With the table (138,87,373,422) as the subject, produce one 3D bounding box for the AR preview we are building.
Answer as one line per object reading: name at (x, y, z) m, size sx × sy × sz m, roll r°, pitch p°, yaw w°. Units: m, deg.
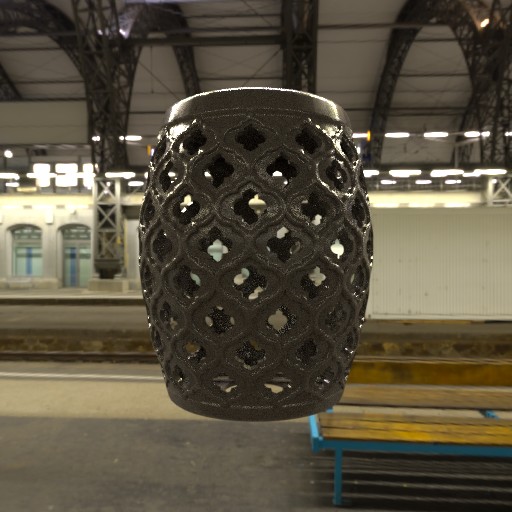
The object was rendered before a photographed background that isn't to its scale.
table at (0.000, 0.000, 0.633) m, size 0.325 × 0.388 × 0.325 m, roll 0°, pitch 0°, yaw 0°
